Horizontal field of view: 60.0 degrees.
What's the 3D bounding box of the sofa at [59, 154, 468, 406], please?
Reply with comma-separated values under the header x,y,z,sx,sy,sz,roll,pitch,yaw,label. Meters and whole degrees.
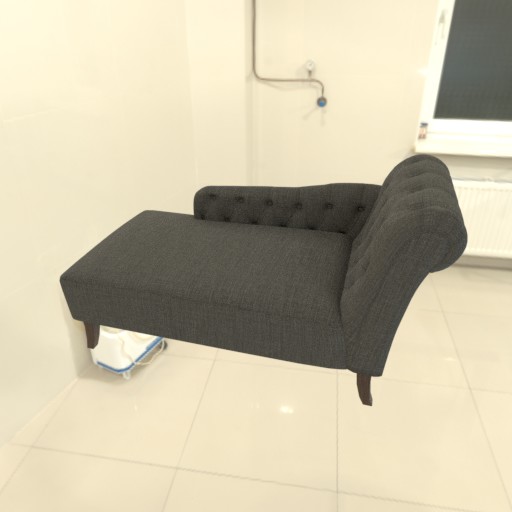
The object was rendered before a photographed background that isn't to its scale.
x,y,z,sx,sy,sz,roll,pitch,yaw,label
0.000,0.000,1.779,1.379,0.787,0.675,8,30,14,sofa
